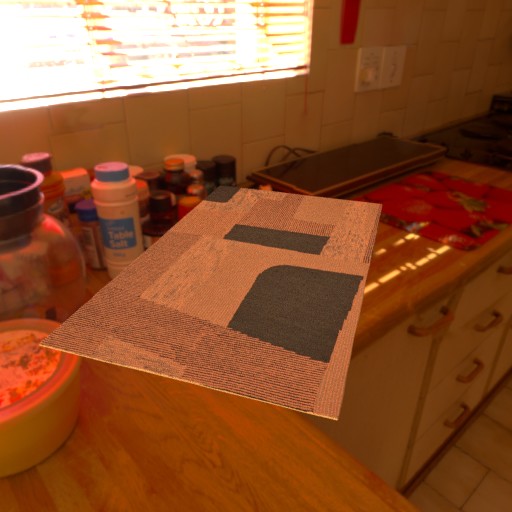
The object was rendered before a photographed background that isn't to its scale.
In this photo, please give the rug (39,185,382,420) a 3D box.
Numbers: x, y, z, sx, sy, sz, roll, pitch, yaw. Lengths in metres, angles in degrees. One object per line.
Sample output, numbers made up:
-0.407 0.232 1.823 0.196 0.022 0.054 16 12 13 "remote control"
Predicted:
0.000 0.000 3.048 1.521 0.015 2.436 9 30 16 "rug"
